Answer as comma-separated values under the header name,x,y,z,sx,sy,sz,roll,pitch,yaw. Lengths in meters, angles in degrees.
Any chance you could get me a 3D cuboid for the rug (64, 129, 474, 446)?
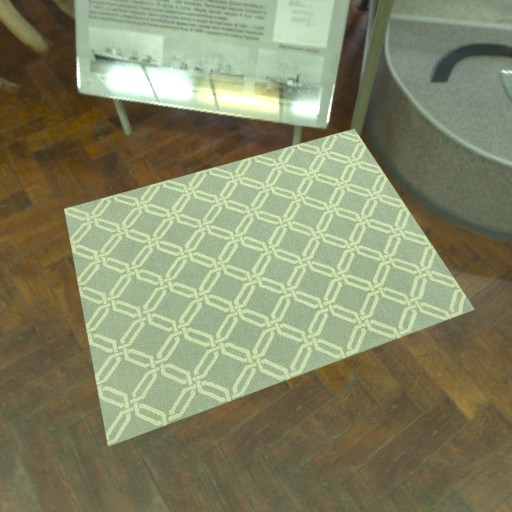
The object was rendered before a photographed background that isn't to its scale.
name,x,y,z,sx,sy,sz,roll,pitch,yaw
rug,0.000,0.000,4.326,3.353,0.013,2.438,-18,61,-10
